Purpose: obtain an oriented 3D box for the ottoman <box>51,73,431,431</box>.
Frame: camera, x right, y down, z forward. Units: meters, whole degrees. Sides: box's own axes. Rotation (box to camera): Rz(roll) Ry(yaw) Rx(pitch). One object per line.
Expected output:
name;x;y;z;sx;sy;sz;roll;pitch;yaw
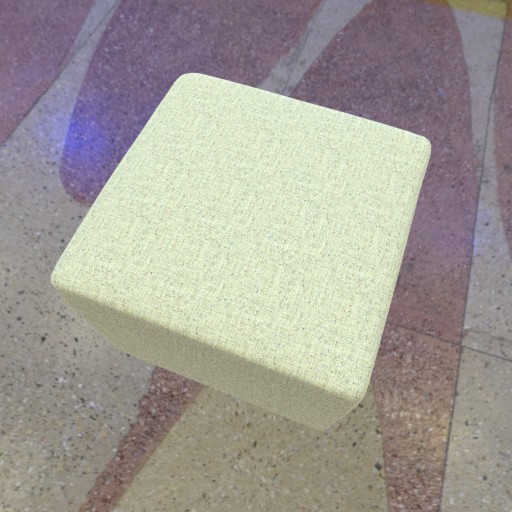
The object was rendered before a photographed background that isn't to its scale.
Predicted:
ottoman;0.000;0.000;0.919;0.521;0.453;0.512;19;65;9
